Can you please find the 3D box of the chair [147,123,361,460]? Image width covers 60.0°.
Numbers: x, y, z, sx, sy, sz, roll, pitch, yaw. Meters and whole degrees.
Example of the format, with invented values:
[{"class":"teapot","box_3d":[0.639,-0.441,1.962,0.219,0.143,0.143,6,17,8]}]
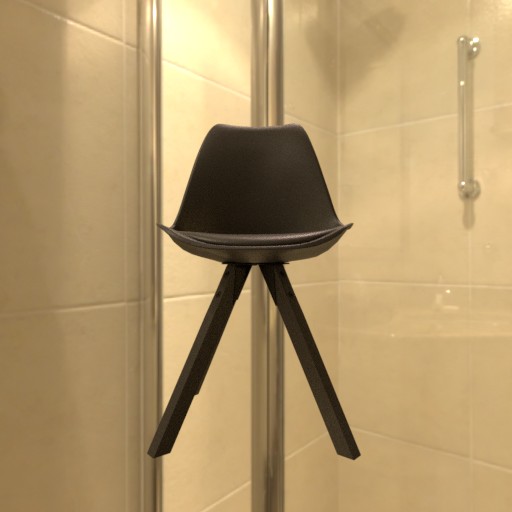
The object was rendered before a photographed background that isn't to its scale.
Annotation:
[{"class":"chair","box_3d":[0.000,0.000,1.169,0.485,0.850,0.550,0,0,1]}]
